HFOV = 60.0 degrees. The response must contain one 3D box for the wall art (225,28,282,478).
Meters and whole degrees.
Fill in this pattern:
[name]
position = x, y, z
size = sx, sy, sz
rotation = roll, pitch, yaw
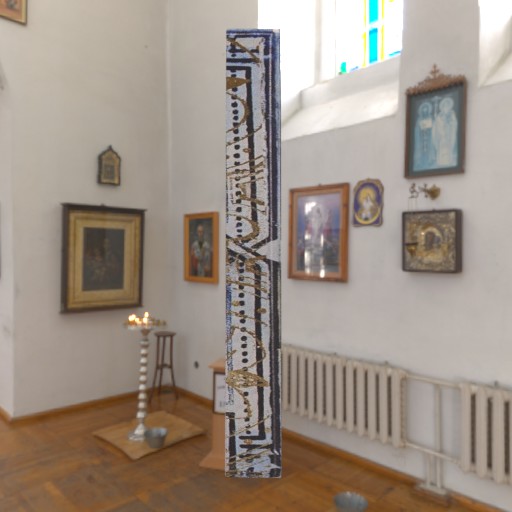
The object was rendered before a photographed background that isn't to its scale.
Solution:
[wall art]
position = 0.000, 0.000, 0.452
size = 0.038, 0.306, 0.302
rotation = 0, -2, 1
